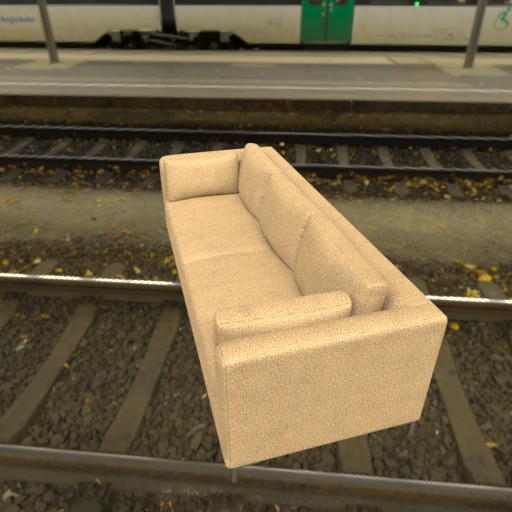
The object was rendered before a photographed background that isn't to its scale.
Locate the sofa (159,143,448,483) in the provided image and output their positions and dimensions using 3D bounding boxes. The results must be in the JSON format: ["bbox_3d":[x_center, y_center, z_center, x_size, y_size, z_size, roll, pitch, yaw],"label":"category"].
[{"bbox_3d":[0.000,0.000,2.864,0.969,0.867,2.415,-8,32,-14],"label":"sofa"}]
